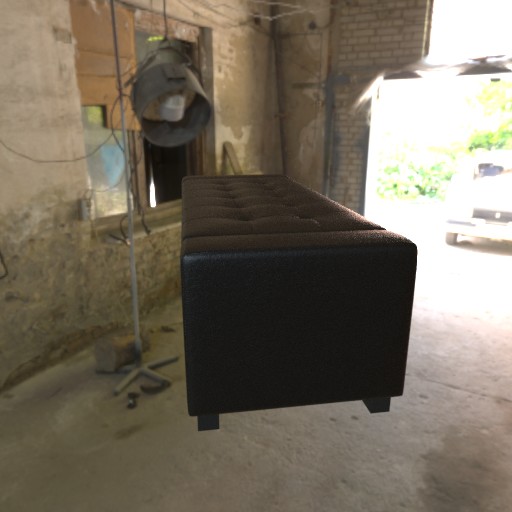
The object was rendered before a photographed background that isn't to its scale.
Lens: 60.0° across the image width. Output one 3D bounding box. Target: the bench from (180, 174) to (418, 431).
[{"bbox_3d":[0.000,0.000,1.564,0.508,0.445,1.296,-3,17,-9],"label":"bench"}]
